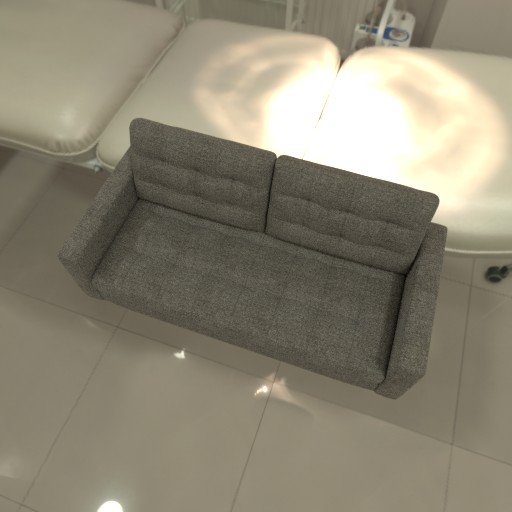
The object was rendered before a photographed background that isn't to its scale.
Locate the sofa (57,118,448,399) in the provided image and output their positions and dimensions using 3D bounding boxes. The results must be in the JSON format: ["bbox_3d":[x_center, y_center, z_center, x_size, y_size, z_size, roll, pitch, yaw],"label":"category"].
[{"bbox_3d":[0.000,0.000,2.370,1.821,0.902,0.863,17,61,10],"label":"sofa"}]
